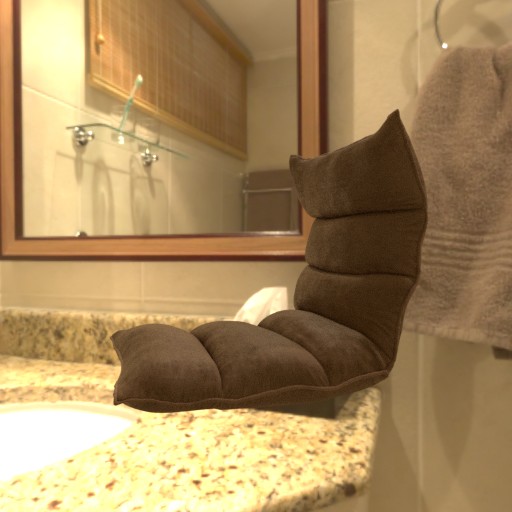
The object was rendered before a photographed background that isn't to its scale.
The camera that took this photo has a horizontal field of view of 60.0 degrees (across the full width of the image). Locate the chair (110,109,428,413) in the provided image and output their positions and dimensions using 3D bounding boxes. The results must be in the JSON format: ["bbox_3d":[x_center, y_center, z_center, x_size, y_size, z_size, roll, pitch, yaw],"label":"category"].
[{"bbox_3d":[0.000,0.000,1.567,0.985,0.892,0.714,0,1,-18],"label":"chair"}]
